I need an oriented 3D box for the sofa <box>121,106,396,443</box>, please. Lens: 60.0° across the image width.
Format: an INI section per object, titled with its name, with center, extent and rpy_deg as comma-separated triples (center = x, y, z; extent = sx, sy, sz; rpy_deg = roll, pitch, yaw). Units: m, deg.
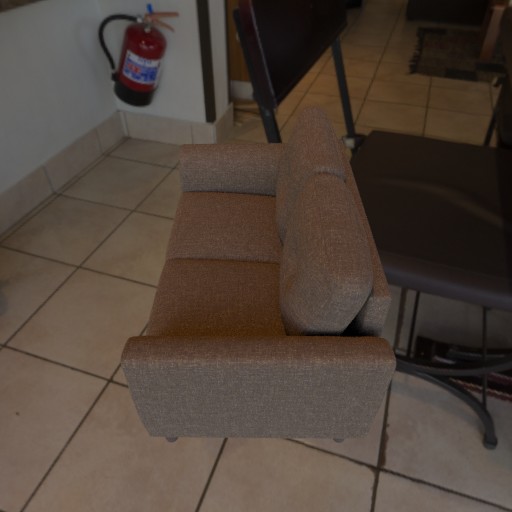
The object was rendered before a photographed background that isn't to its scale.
[sofa]
center = 0.000, 0.000, 1.965
extent = 0.851, 0.885, 1.423
rpy_deg = 0, 41, 0
